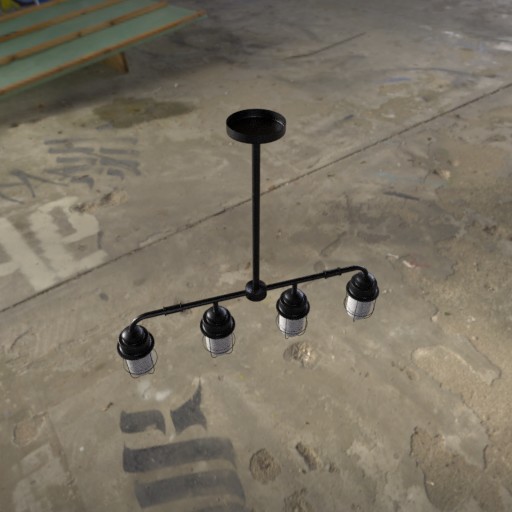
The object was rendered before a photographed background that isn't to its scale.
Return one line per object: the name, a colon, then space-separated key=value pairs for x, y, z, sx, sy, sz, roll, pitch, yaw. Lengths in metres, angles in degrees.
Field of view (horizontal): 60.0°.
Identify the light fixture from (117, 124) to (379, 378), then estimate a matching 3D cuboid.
light fixture: x=0.000 y=0.000 z=1.225 sx=0.852 sy=0.785 sz=0.131 roll=-12 pitch=43 yaw=-13
